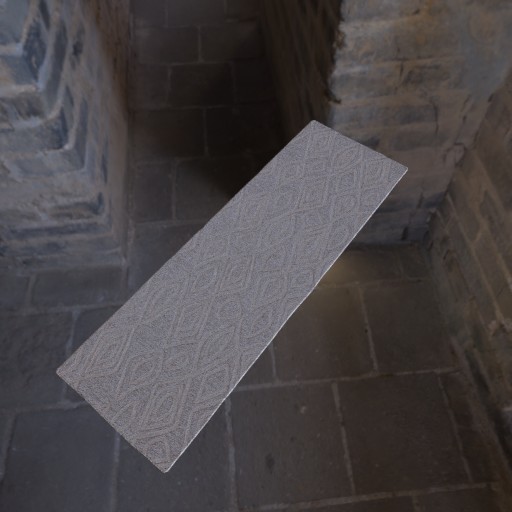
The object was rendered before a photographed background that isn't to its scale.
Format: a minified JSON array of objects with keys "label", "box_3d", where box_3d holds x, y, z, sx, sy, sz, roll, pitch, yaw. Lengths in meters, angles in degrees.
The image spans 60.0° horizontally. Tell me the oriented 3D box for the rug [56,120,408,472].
[{"label":"rug","box_3d":[0.000,0.000,2.710,0.807,0.013,2.436,33,64,19]}]
